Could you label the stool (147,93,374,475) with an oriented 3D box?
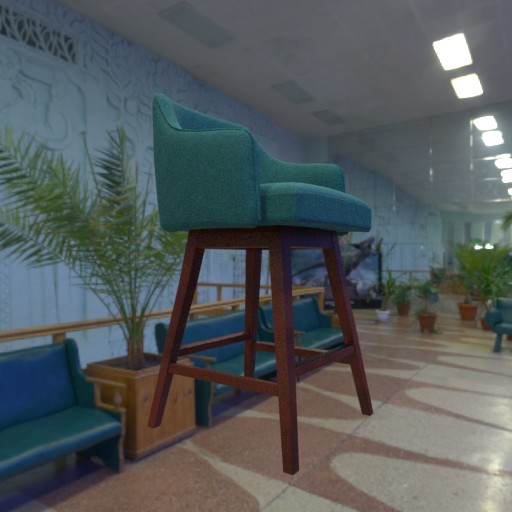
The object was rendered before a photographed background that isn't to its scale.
[{"bbox_3d":[0.000,0.000,1.317,0.556,0.961,0.548,0,0,36],"label":"stool"}]
